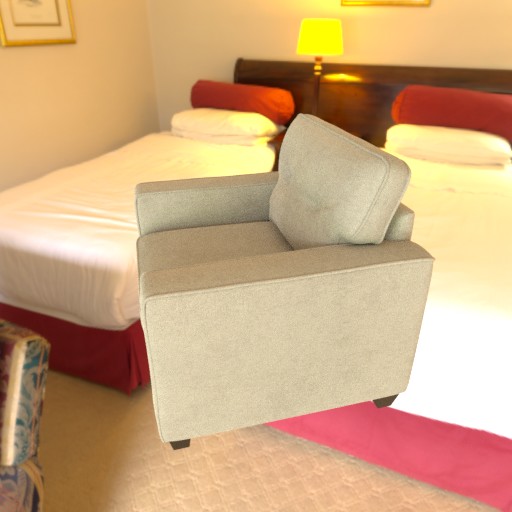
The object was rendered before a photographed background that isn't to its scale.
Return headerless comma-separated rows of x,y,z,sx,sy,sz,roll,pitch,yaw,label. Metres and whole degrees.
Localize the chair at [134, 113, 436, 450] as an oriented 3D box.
0.000,0.000,1.789,0.939,0.965,1.015,-7,29,-13,chair
